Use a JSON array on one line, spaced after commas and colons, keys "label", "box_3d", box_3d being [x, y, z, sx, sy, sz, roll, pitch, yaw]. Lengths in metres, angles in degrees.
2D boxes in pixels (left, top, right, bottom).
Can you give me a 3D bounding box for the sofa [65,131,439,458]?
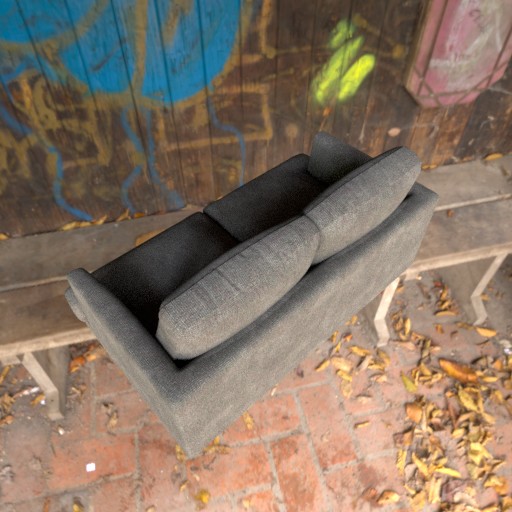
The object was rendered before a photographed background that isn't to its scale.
[{"label": "sofa", "box_3d": [0.000, 0.000, 2.132, 1.582, 0.956, 0.903, -34, 57, -27]}]
